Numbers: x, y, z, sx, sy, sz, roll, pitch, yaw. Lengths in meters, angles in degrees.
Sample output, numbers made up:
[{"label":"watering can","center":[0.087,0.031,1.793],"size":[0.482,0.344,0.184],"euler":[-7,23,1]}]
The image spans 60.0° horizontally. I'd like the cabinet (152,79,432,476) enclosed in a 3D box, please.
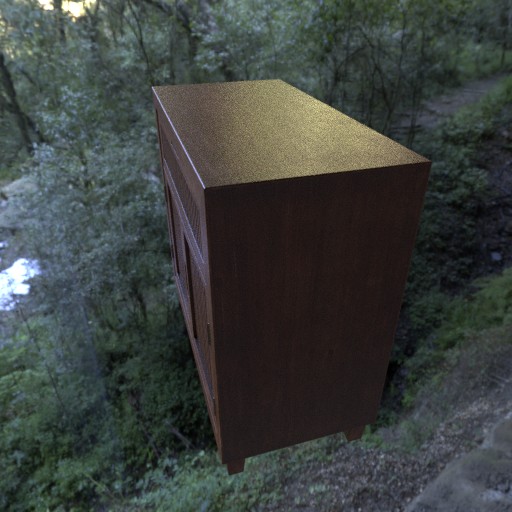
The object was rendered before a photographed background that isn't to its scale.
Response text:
[{"label":"cabinet","center":[0.000,0.000,1.249],"size":[0.412,0.785,0.796],"euler":[-9,33,-14]}]
